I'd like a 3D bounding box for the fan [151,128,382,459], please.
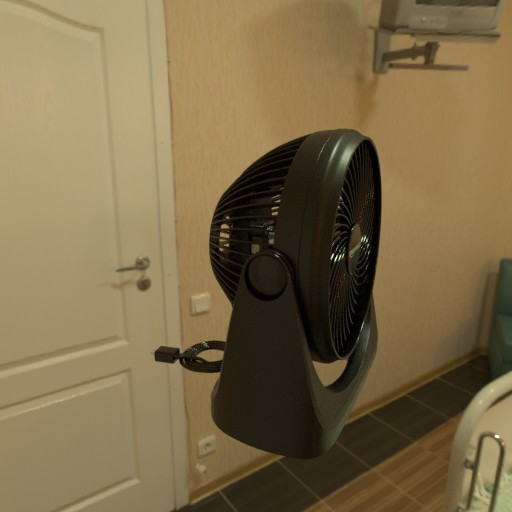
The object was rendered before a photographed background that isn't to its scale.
[{"bbox_3d":[0.000,0.000,0.505,0.256,0.277,0.273,7,16,25],"label":"fan"}]
